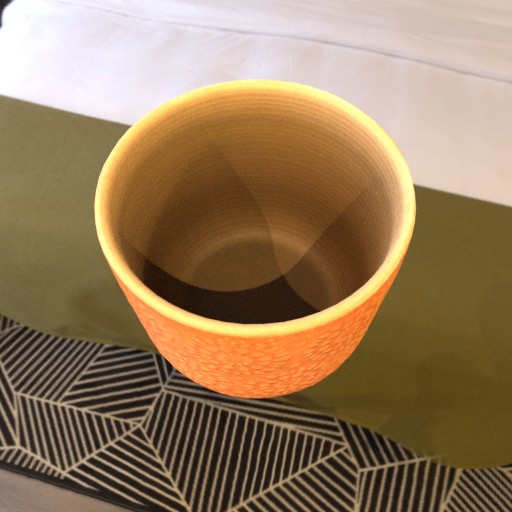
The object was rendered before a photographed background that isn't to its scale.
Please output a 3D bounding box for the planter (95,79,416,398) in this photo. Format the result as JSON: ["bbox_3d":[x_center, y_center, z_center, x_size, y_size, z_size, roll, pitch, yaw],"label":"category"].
[{"bbox_3d":[0.000,0.000,0.287,0.170,0.152,0.170,0,58,0],"label":"planter"}]
